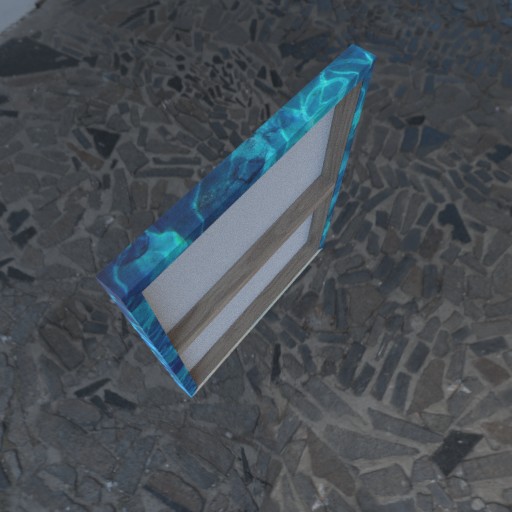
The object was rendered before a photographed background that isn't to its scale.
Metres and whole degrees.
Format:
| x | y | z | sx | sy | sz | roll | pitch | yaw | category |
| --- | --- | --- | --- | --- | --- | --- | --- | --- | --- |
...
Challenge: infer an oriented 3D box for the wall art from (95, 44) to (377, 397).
| x | y | z | sx | sy | sz | roll | pitch | yaw | category |
| --- | --- | --- | --- | --- | --- | --- | --- | --- | --- |
| 0.000 | 0.000 | 0.716 | 0.038 | 0.508 | 0.432 | 37 | 68 | 17 | wall art |
